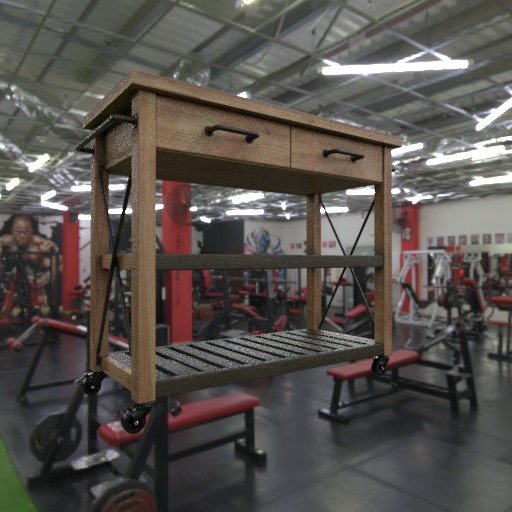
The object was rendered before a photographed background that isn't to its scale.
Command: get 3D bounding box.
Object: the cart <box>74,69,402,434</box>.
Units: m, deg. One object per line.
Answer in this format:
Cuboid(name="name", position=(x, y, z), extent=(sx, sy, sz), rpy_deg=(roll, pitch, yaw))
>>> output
Cuboid(name="cart", position=(0.000, 0.000, 0.956), extent=(0.686, 0.554, 0.298), rpy_deg=(0, -1, -35))
